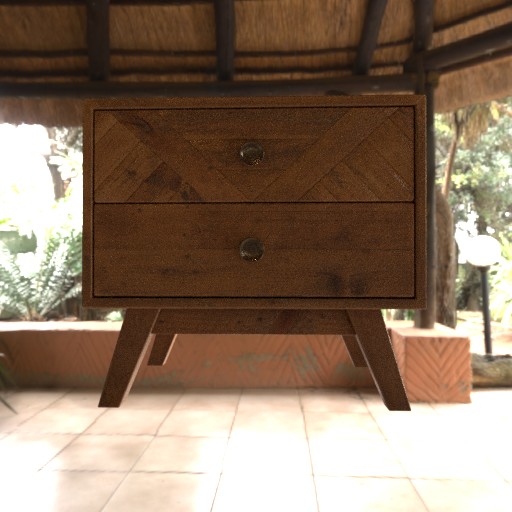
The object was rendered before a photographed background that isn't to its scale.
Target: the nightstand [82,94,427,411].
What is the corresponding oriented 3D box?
[{"bbox_3d":[0.000,0.000,1.048,0.650,0.599,0.450,0,-1,2],"label":"nightstand"}]
